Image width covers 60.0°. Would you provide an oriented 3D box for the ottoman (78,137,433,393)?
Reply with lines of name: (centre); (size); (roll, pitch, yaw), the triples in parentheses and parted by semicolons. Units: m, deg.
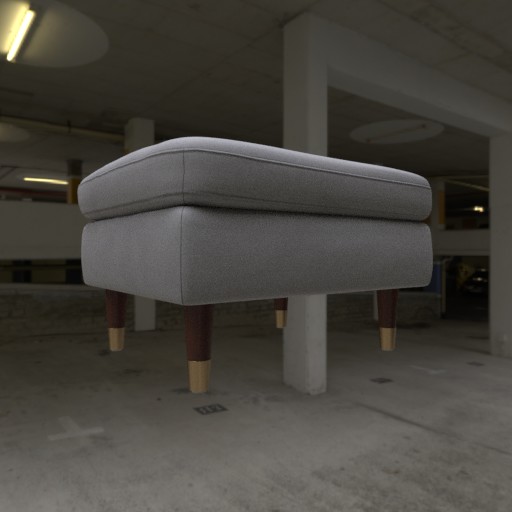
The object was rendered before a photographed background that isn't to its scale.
ottoman: (0.000, 0.000, 1.125); (0.747, 0.478, 0.593); (0, 1, -37)
